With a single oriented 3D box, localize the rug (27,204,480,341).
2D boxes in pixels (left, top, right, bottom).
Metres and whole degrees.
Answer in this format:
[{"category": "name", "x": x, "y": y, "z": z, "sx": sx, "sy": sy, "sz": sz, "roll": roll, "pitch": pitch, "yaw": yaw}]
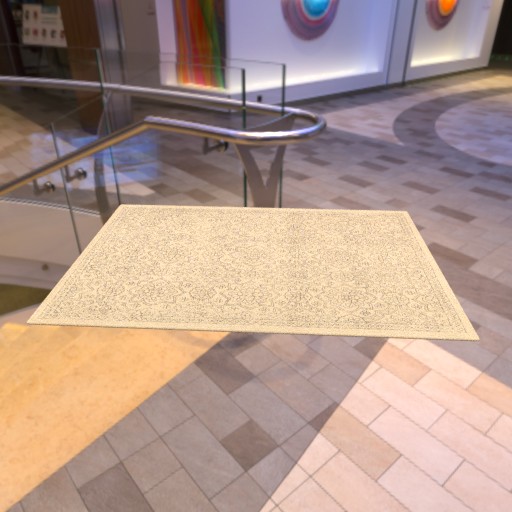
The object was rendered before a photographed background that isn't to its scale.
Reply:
[{"category": "rug", "x": 0.000, "y": 0.000, "z": 2.304, "sx": 1.829, "sy": 0.010, "sz": 1.219, "roll": 2, "pitch": 30, "yaw": 3}]
